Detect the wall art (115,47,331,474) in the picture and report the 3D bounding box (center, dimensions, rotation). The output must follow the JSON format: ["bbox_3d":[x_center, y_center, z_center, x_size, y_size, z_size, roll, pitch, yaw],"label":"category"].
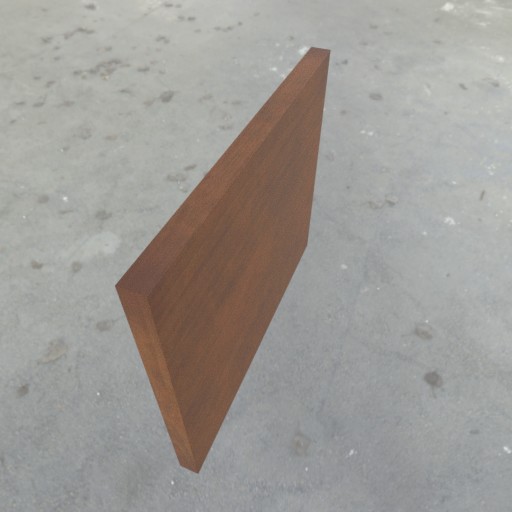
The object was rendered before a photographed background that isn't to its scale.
[{"bbox_3d":[0.000,0.000,0.724,0.033,0.457,0.558,17,49,15],"label":"wall art"}]
